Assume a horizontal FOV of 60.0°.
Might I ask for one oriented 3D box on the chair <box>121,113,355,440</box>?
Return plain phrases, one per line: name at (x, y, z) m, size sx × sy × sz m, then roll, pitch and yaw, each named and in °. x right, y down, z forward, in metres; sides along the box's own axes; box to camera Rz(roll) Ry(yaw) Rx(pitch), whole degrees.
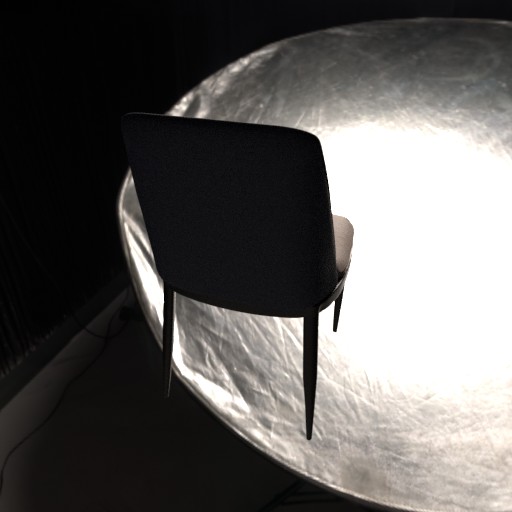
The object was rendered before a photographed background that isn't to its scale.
chair at (0.000, 0.000, 1.173) m, size 0.480 × 0.839 × 0.551 m, roll 10°, pitch 33°, yaw 16°
